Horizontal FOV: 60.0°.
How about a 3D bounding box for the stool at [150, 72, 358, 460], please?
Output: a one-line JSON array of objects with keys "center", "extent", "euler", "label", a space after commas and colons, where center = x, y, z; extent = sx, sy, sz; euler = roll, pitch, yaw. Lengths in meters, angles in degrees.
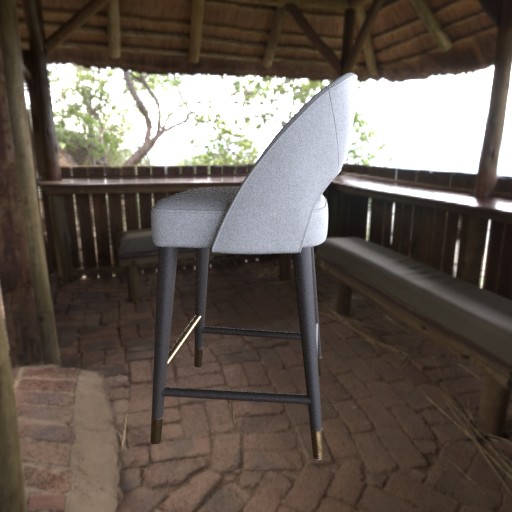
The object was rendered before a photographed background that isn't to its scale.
[{"center": [0.000, 0.000, 1.247], "extent": [0.509, 0.940, 0.494], "euler": [2, 14, 8], "label": "stool"}]
